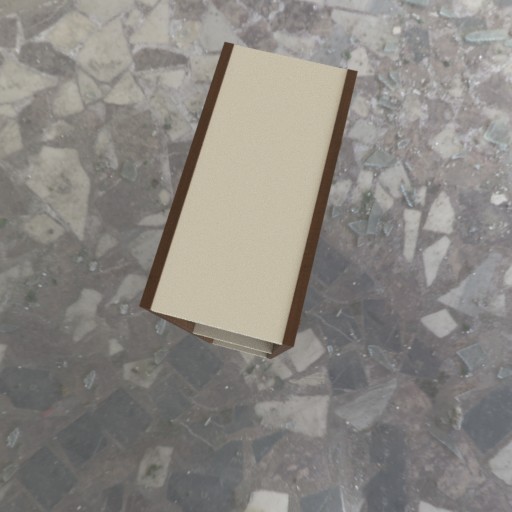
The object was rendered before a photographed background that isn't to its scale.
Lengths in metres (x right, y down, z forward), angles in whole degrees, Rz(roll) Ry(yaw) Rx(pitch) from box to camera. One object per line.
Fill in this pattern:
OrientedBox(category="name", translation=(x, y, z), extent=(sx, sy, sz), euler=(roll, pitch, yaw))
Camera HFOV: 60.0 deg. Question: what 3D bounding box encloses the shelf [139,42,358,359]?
OrientedBox(category="shelf", translation=(0.000, 0.000, 0.721), extent=(0.147, 0.600, 0.290), euler=(14, 76, 3))
